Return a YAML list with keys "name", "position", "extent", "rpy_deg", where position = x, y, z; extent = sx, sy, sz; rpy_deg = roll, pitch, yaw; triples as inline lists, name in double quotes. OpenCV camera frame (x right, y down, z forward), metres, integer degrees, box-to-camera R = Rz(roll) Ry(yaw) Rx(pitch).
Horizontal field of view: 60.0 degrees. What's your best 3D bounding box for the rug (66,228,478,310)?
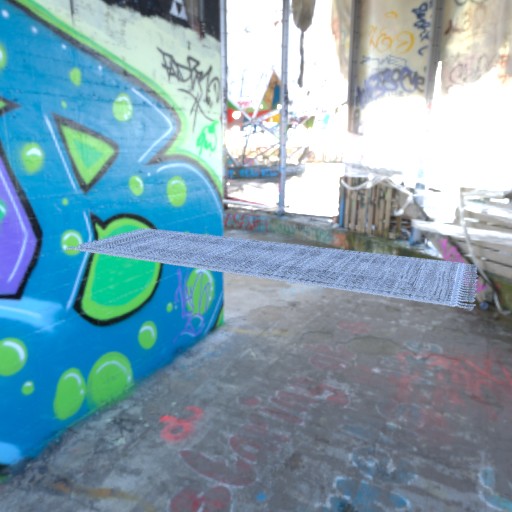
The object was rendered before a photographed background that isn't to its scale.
- name: "rug"
  position: [0.000, 0.000, 2.750]
  extent: [2.480, 0.013, 0.786]
  rpy_deg: [7, 16, 26]
